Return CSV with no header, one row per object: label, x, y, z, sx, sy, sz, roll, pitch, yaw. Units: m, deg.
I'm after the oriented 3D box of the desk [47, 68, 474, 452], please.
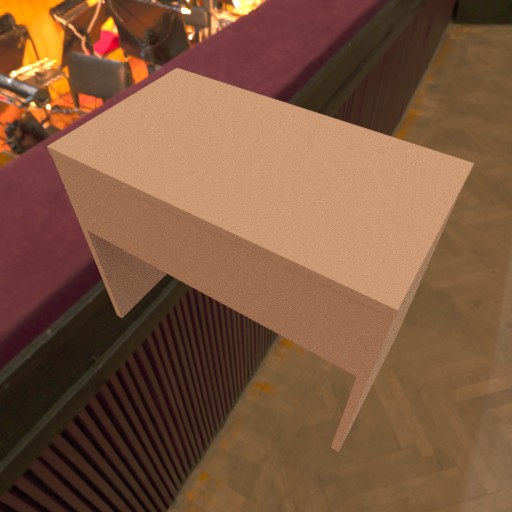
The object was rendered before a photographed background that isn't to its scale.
desk,0.000,0.000,1.336,0.900,0.729,0.498,26,53,21
